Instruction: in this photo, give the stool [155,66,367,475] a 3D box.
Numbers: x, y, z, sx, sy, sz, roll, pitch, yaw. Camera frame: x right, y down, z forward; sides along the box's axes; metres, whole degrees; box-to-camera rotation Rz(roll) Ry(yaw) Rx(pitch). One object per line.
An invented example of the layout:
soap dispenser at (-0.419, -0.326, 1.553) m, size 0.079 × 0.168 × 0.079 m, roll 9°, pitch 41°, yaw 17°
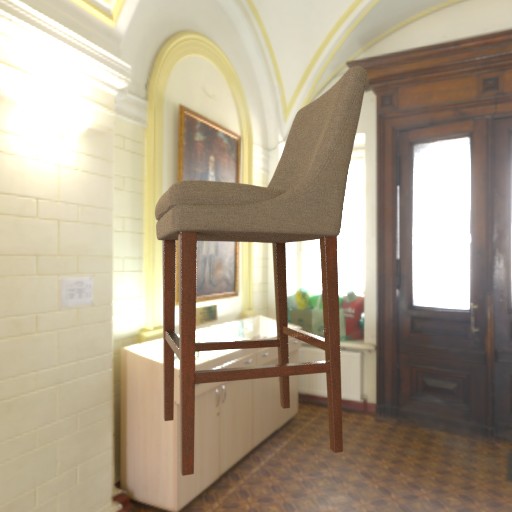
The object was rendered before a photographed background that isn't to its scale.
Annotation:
stool at (0.000, 0.000, 1.362) m, size 0.577 × 1.078 × 0.470 m, roll 0°, pitch -1°, yaw -18°
